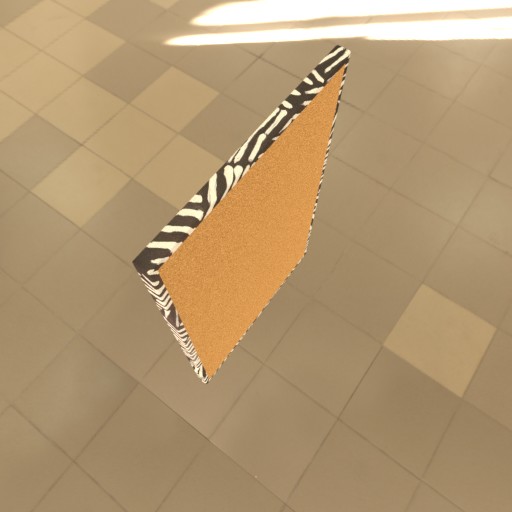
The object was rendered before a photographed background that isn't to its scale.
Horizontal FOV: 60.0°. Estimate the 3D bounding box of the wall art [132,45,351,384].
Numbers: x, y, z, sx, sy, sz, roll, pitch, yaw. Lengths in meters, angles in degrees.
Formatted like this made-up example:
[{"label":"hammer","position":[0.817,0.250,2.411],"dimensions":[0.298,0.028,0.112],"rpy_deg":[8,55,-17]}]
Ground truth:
[{"label":"wall art","position":[0.000,0.000,1.206],"dimensions":[0.035,0.918,0.615],"rpy_deg":[33,68,15]}]
